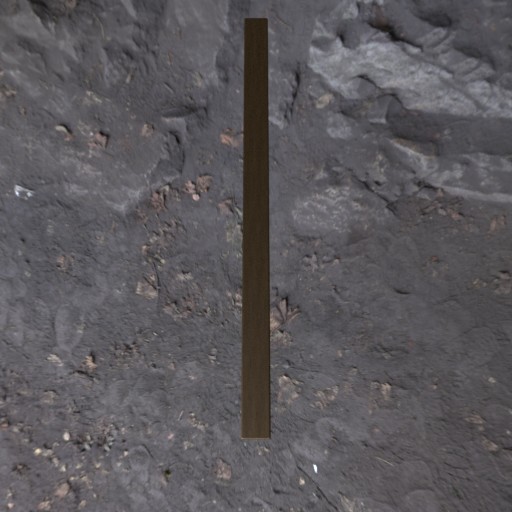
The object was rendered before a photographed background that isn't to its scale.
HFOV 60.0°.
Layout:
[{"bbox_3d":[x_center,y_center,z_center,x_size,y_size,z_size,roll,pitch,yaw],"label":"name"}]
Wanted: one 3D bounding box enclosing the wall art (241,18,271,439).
[{"bbox_3d":[0.000,0.000,0.752,0.030,0.506,0.503,0,76,0],"label":"wall art"}]
